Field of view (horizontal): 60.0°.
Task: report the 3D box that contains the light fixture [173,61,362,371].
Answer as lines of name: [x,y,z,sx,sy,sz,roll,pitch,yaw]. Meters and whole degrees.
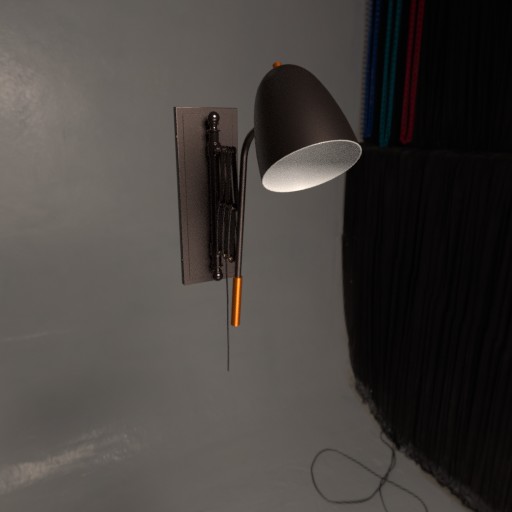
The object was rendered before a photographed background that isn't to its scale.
light fixture: [0.000,0.000,0.905,0.162,0.715,0.499,-9,18,-27]
